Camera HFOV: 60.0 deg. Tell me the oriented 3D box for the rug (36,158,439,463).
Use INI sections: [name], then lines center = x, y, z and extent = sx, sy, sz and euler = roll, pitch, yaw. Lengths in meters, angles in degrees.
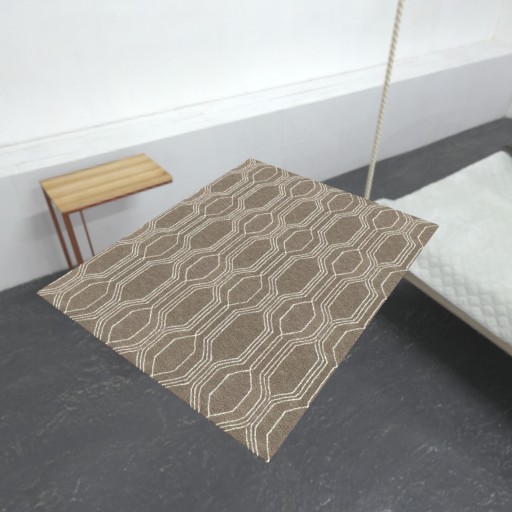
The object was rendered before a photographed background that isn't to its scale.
[rug]
center = 0.000, 0.000, 4.204
extent = 2.457, 0.012, 3.062
euler = 26, 46, 27
